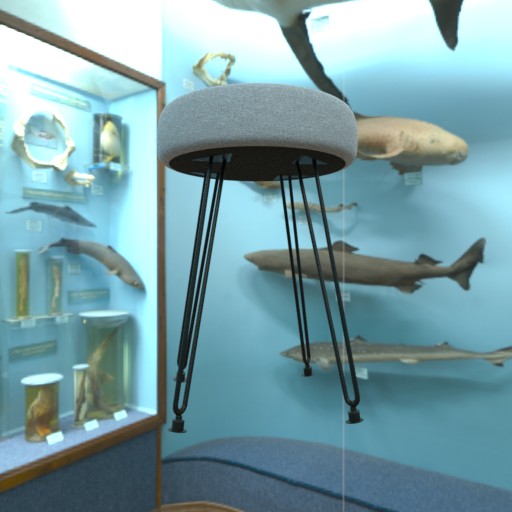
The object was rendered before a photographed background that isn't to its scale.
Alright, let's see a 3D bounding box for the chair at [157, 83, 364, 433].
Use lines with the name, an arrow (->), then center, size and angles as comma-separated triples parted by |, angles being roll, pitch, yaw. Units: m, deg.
chair -> 0.000, 0.000, 0.682 | 0.350, 0.440, 0.350 | 0, 0, 36
